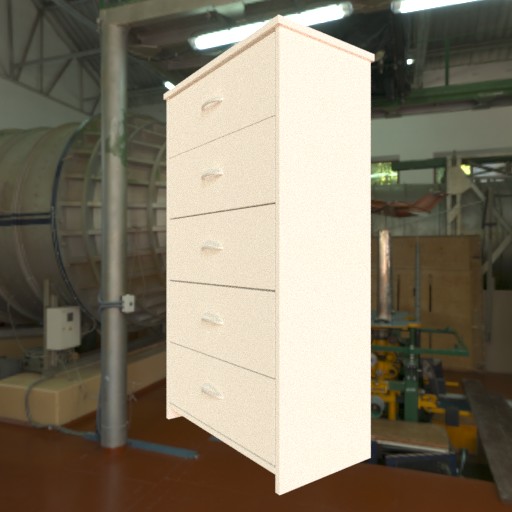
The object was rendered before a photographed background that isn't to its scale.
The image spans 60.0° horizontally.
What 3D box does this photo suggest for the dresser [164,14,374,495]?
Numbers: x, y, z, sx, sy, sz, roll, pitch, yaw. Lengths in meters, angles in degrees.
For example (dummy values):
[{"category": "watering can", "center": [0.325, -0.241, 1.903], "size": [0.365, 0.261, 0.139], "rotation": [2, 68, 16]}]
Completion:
[{"category": "dresser", "center": [0.000, 0.000, 1.545], "size": [0.399, 1.255, 0.704], "rotation": [0, 0, -36]}]
